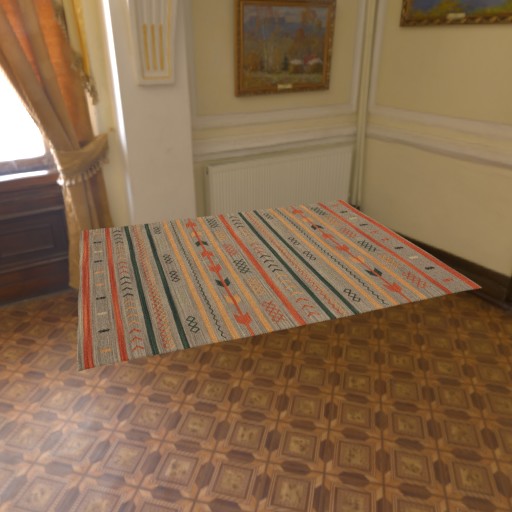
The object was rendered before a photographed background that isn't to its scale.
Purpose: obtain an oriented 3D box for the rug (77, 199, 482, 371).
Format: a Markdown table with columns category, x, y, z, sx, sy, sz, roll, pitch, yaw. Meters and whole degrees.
| category | x | y | z | sx | sy | sz | roll | pitch | yaw |
| --- | --- | --- | --- | --- | --- | --- | --- | --- | --- |
| rug | 0.000 | 0.000 | 4.024 | 3.029 | 0.022 | 2.263 | -9 | 27 | -17 |
